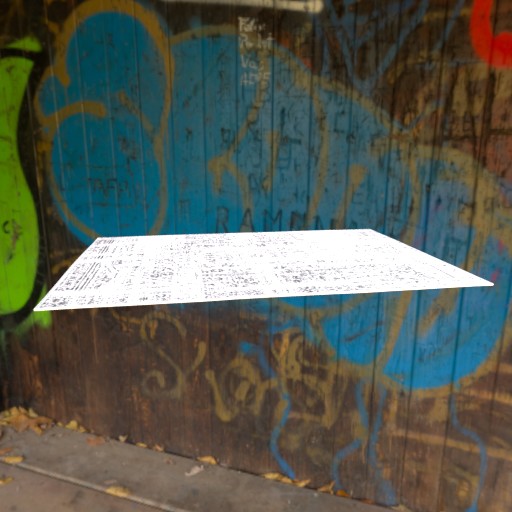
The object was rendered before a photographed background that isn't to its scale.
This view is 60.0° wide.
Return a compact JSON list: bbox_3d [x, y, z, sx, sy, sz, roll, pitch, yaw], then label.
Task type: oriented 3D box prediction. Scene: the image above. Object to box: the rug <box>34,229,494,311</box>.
[{"bbox_3d":[0.000,0.000,3.109,2.438,0.026,1.706,-2,14,-9],"label":"rug"}]
